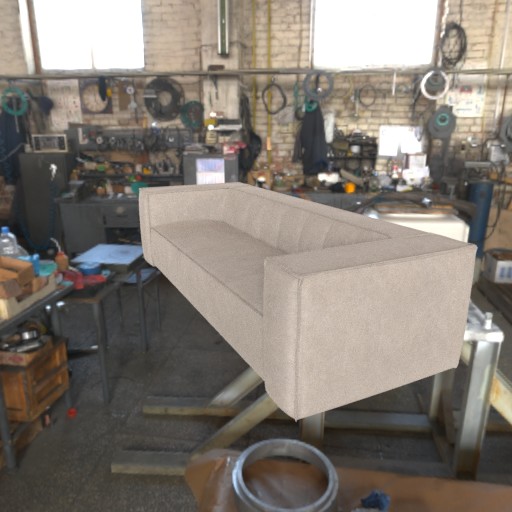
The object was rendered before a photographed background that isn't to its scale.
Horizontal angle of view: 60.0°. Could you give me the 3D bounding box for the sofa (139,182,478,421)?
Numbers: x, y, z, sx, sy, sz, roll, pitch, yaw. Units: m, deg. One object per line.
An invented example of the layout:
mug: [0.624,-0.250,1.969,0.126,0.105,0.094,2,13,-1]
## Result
sofa: [0.000,0.000,3.052,1.038,0.680,2.697,-8,18,-26]
